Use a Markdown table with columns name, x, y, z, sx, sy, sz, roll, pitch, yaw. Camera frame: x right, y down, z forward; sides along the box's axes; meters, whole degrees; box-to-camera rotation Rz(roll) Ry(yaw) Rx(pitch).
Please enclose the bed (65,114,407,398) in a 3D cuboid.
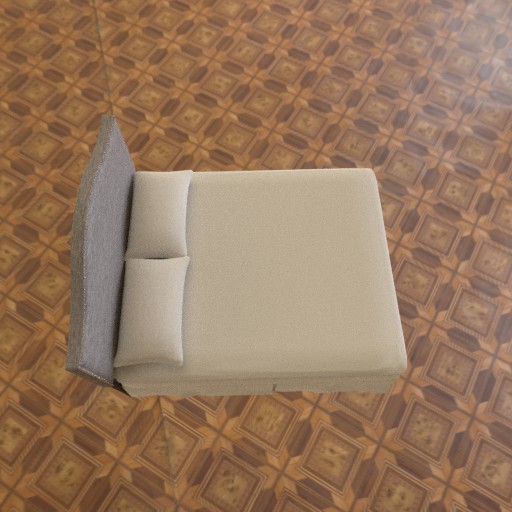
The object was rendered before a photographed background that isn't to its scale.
| name | x | y | z | sx | sy | sz | roll | pitch | yaw |
| --- | --- | --- | --- | --- | --- | --- | --- | --- | --- |
| bed | 0.000 | 0.000 | 2.874 | 1.870 | 1.295 | 1.610 | -2 | 66 | -1 |
